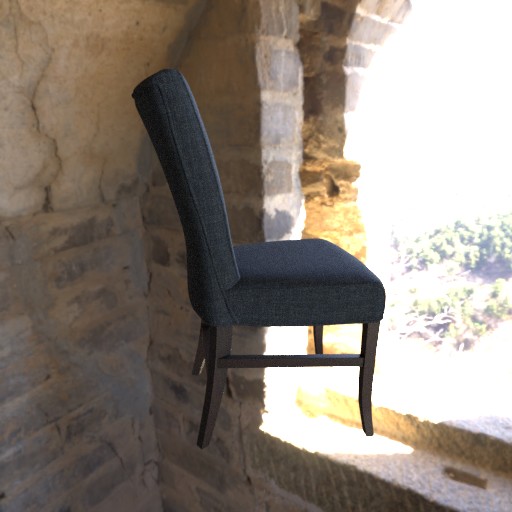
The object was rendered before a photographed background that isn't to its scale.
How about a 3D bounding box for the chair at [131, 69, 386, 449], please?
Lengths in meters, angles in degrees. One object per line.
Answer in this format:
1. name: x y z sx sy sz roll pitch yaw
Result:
1. chair: 0.000 0.000 1.343 0.660 0.991 0.520 -3 16 -10
